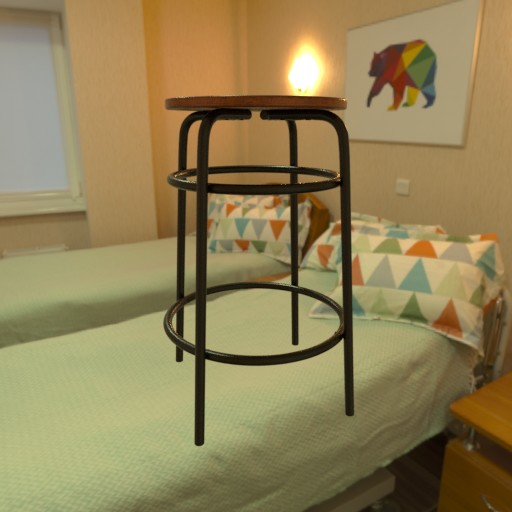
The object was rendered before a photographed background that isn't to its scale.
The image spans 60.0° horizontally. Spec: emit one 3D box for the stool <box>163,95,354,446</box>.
[{"bbox_3d":[0.000,0.000,0.918,0.455,0.610,0.455,9,19,27],"label":"stool"}]
